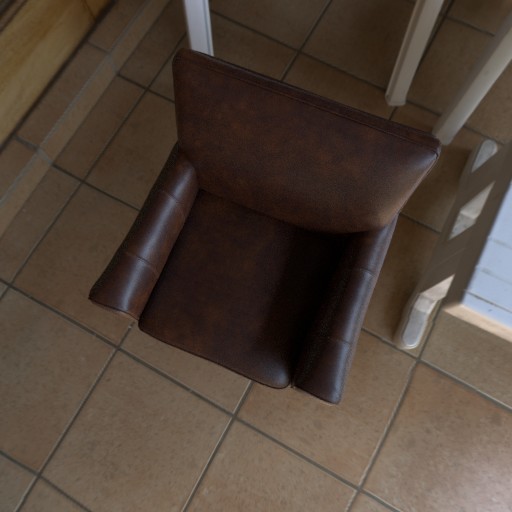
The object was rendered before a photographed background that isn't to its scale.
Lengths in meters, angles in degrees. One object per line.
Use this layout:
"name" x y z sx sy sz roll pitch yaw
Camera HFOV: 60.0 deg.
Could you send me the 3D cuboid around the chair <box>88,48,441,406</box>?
"chair" 0.000 0.000 1.618 0.870 0.943 0.823 22 76 6
